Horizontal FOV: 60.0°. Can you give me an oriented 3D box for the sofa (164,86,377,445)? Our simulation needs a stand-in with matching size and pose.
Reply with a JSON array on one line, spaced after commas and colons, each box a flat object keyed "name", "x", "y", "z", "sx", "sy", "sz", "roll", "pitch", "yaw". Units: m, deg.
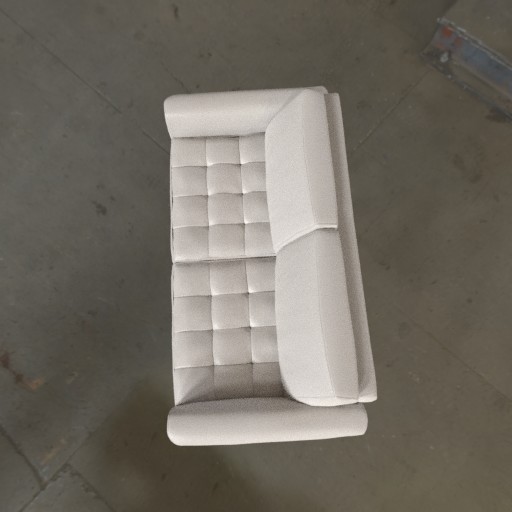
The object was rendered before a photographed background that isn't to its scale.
[{"name": "sofa", "x": 0.000, "y": 0.000, "z": 2.755, "sx": 1.121, "sy": 0.930, "sz": 2.177, "roll": -3, "pitch": 75, "yaw": -1}]
